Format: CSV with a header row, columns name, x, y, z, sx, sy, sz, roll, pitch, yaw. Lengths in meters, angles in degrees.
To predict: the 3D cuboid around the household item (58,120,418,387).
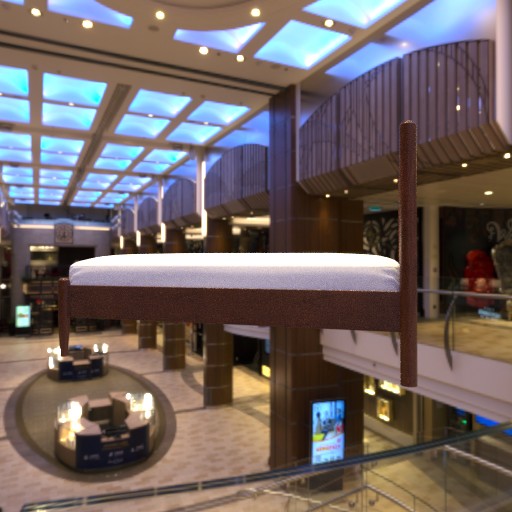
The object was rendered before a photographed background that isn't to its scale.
name,x,y,z,sx,sy,sz,roll,pitch,yaw
household item,0.000,0.000,3.360,2.232,1.356,1.663,0,-1,18
